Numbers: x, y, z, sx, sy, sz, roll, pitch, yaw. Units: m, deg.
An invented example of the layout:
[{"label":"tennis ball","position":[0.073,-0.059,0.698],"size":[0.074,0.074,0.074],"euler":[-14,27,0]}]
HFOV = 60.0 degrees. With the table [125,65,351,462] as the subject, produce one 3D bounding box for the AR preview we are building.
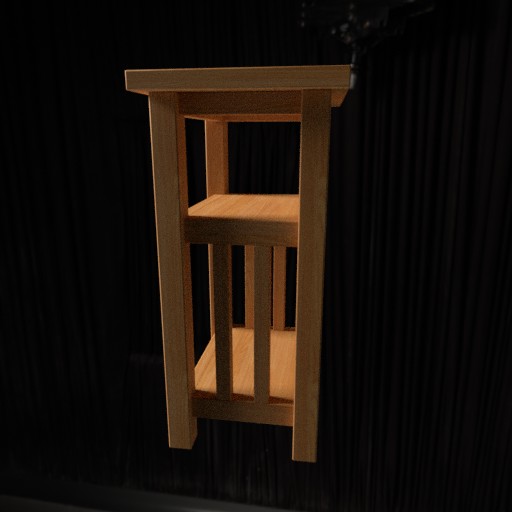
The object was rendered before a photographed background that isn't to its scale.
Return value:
[{"label":"table","position":[0.000,0.000,0.757],"size":[0.270,0.550,0.350],"euler":[2,15,8]}]
